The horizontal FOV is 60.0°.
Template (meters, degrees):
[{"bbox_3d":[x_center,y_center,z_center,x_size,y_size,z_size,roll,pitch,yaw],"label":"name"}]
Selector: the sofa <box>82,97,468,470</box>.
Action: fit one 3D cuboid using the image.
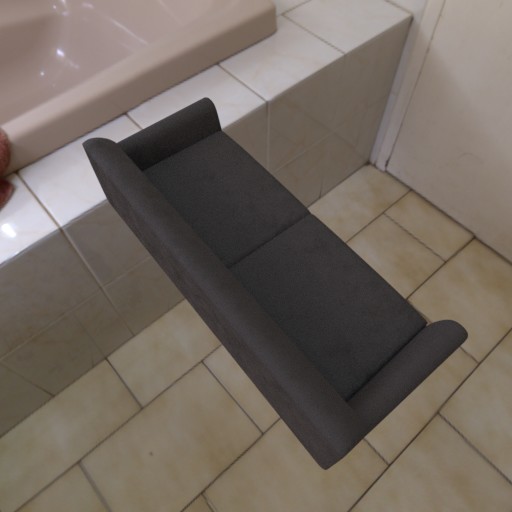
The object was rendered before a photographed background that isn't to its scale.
[{"bbox_3d":[0.000,0.000,2.602,0.900,0.740,2.190,-35,65,-19],"label":"sofa"}]
